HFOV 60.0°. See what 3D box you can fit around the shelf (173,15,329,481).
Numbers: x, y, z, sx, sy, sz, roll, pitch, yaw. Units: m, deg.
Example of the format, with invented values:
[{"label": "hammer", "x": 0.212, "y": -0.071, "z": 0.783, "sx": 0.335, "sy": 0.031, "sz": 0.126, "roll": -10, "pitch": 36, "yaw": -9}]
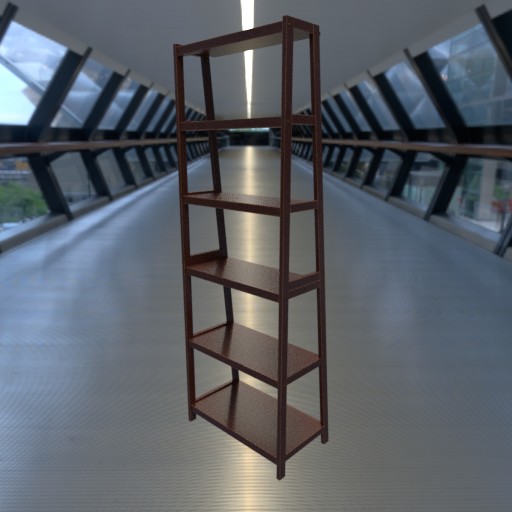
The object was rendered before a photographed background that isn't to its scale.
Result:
[{"label": "shelf", "x": 0.000, "y": 0.000, "z": 2.108, "sx": 0.660, "sy": 1.892, "sz": 0.381, "roll": 13, "pitch": 19, "yaw": 42}]
